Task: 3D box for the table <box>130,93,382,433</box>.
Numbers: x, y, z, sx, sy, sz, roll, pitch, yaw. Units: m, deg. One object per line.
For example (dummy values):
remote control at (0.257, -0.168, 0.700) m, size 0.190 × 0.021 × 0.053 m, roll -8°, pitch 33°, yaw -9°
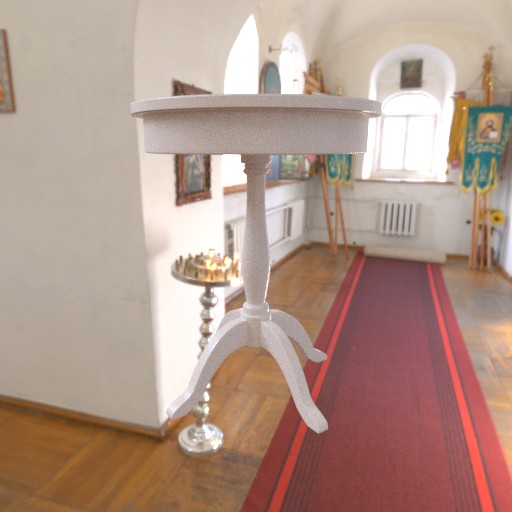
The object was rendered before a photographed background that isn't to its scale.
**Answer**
table at (0.000, 0.000, 1.017) m, size 0.513 × 0.653 × 0.513 m, roll 0°, pitch 14°, yaw 0°
